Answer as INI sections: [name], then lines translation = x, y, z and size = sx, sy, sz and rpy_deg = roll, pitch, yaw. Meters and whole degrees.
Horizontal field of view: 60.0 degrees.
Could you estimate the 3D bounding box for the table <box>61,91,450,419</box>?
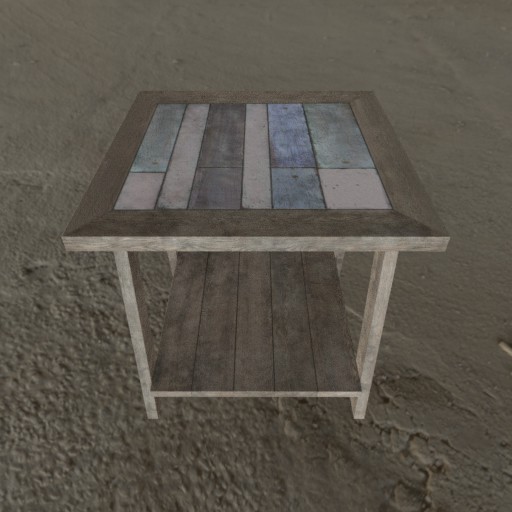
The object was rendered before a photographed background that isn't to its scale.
[table]
translation = 0.000, 0.000, 1.123
size = 0.610, 0.610, 0.610
rpy_deg = 0, 41, 0
